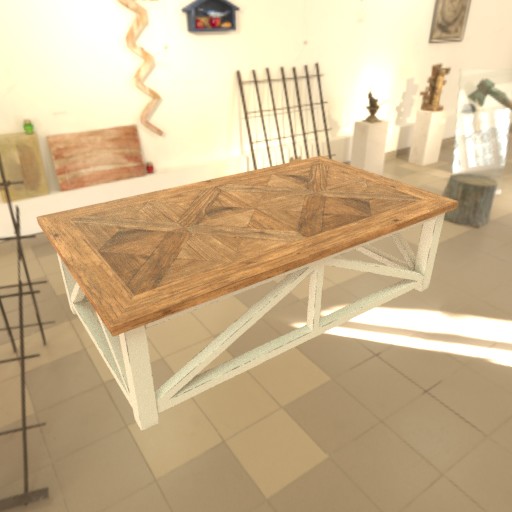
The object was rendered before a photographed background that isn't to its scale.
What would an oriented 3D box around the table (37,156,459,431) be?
[{"bbox_3d":[0.000,0.000,1.784,1.400,0.410,0.800,-19,34,-30],"label":"table"}]
